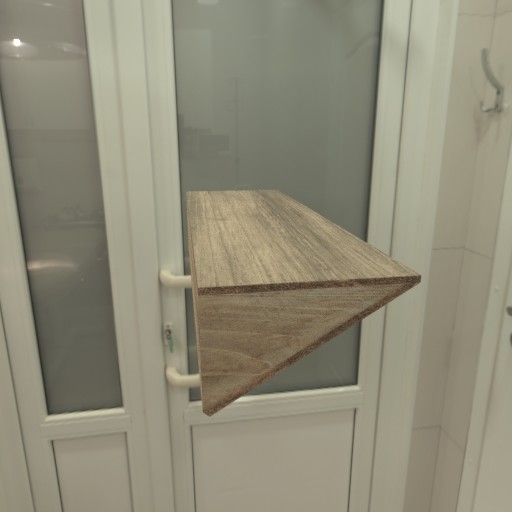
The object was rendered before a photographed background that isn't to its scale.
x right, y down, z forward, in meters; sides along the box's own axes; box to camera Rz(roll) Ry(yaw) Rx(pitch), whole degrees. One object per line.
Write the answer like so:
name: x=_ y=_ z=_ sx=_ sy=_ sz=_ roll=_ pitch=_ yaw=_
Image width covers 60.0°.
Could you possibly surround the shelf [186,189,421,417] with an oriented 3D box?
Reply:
shelf: x=0.000 y=0.000 z=0.689 sx=0.200 sy=0.125 sz=0.610 roll=-3 pitch=16 yaw=-9
